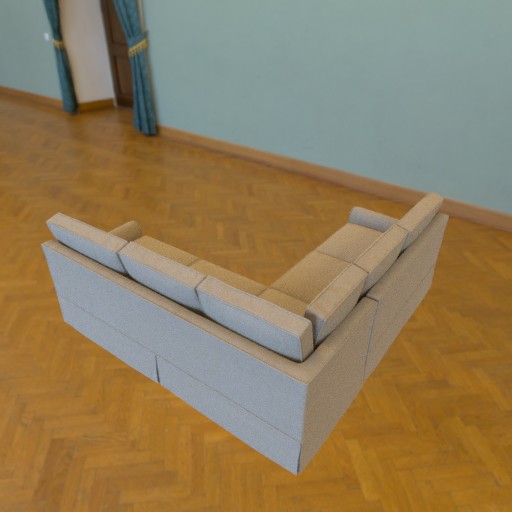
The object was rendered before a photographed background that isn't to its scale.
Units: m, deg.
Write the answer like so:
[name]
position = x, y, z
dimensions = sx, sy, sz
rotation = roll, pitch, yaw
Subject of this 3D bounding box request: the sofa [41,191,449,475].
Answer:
[sofa]
position = 0.000, 0.000, 4.258
dimensions = 2.733, 1.124, 2.730
rotation = 21, 38, 30
